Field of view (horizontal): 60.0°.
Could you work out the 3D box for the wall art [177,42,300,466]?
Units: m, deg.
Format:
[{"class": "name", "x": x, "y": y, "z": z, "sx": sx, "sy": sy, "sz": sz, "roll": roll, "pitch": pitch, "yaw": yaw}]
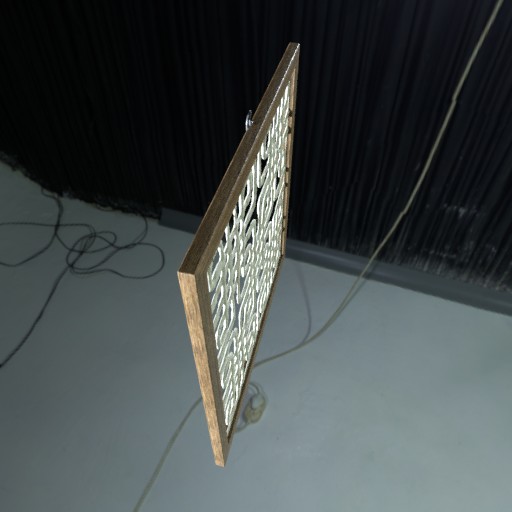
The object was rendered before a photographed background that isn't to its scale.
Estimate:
[{"class": "wall art", "x": 0.000, "y": 0.000, "z": 0.810, "sx": 0.021, "sy": 0.582, "sz": 0.561, "roll": 11, "pitch": 48, "yaw": 10}]
